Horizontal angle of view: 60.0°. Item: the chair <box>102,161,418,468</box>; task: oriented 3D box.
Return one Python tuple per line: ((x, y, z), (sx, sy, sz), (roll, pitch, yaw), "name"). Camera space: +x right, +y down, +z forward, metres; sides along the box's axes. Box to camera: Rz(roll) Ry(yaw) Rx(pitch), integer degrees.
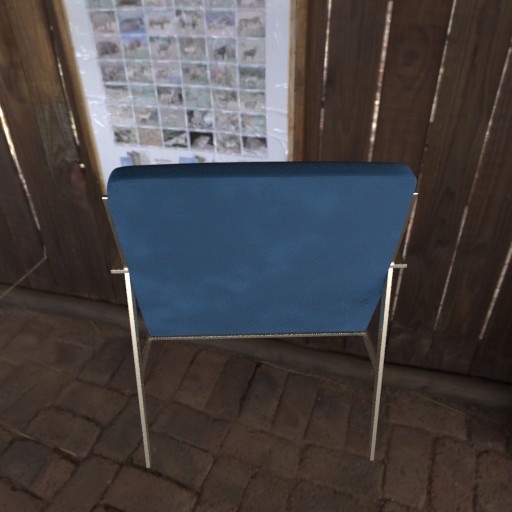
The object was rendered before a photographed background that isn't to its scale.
((0.000, 0.000, 1.379), (0.692, 0.831, 0.859), (-1, 31, -2), "chair")
